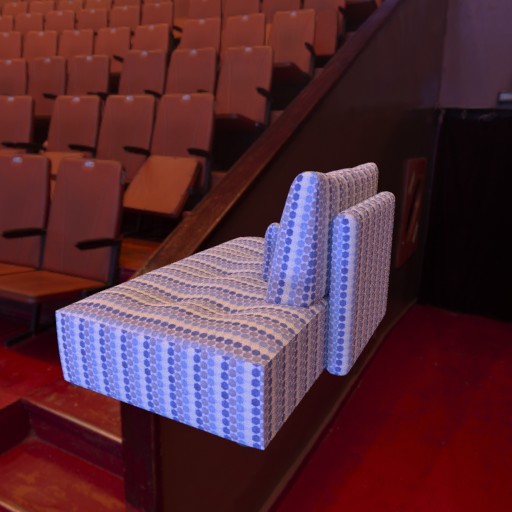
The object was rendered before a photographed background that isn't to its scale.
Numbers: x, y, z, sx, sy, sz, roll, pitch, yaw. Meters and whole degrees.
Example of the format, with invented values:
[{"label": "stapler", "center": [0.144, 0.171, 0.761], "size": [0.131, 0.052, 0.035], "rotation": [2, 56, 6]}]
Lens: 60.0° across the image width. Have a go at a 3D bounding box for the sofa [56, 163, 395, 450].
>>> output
[{"label": "sofa", "center": [0.000, 0.000, 2.033], "size": [1.000, 0.820, 1.450], "rotation": [8, 17, 27]}]
